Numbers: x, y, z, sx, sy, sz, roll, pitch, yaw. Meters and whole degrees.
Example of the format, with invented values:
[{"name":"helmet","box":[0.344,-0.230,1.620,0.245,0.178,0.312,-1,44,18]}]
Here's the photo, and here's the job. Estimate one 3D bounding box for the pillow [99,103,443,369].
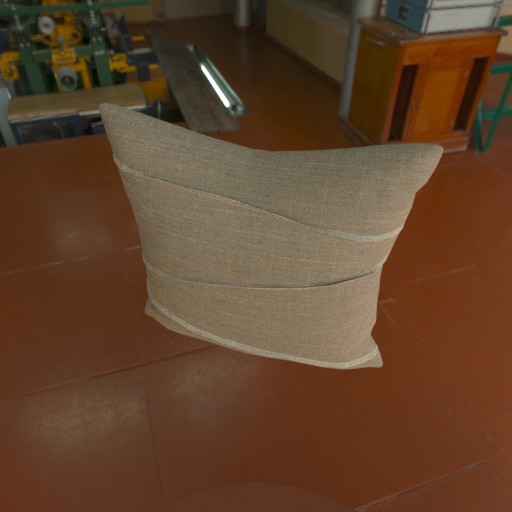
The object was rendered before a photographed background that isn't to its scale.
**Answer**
[{"name":"pillow","box":[0.000,0.000,0.635,0.424,0.400,0.169,11,42,12]}]
